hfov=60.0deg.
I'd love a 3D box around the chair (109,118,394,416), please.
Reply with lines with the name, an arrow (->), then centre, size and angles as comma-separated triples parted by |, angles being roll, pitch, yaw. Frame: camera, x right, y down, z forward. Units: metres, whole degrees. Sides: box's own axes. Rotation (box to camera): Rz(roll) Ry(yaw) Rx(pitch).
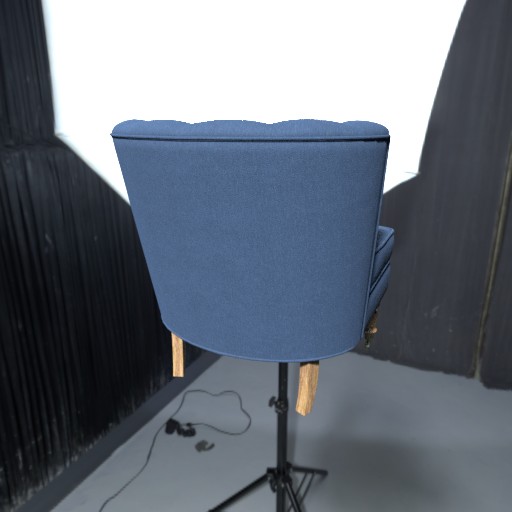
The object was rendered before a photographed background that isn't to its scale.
chair -> 0.000, 0.000, 1.305 | 0.740, 0.771, 0.718 | 8, 19, 25
